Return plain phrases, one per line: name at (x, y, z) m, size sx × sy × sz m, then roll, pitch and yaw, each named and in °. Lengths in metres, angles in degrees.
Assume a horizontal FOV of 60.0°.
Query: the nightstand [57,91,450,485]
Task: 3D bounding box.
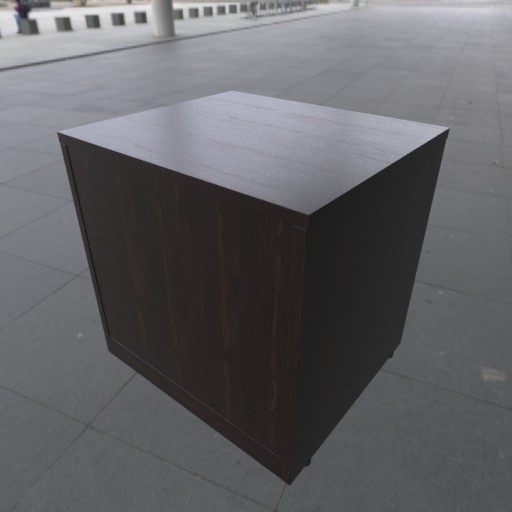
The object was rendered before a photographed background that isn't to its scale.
nightstand at (0.000, 0.000, 0.857) m, size 0.489 × 0.487 × 0.427 m, roll 23°, pitch 38°, yaw 33°
